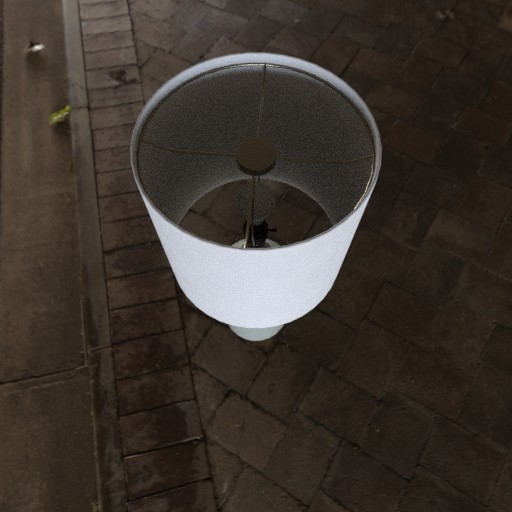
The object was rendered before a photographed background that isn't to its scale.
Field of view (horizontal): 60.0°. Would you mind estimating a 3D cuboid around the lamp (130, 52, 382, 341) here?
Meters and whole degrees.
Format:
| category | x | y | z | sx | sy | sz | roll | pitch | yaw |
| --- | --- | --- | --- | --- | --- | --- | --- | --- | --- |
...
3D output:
| category | x | y | z | sx | sy | sz | roll | pitch | yaw |
| --- | --- | --- | --- | --- | --- | --- | --- | --- | --- |
| lamp | 0.000 | 0.000 | 0.605 | 0.220 | 0.475 | 0.220 | 17 | 65 | 8 |
